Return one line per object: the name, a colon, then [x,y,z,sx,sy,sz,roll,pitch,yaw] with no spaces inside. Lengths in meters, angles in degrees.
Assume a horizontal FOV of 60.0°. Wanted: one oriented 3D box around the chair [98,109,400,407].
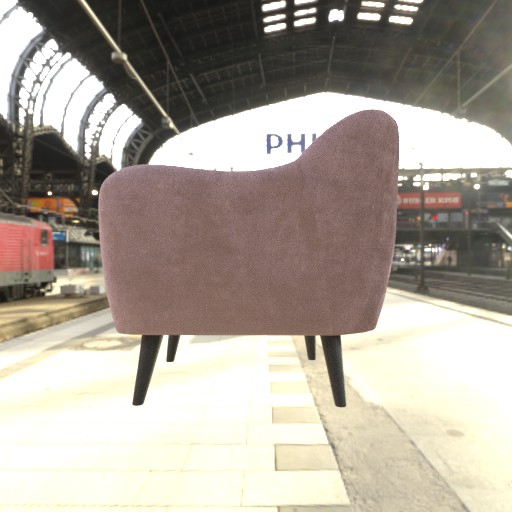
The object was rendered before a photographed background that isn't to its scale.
chair: [0.000,0.000,1.483,0.820,0.820,0.840,0,0,-1]
